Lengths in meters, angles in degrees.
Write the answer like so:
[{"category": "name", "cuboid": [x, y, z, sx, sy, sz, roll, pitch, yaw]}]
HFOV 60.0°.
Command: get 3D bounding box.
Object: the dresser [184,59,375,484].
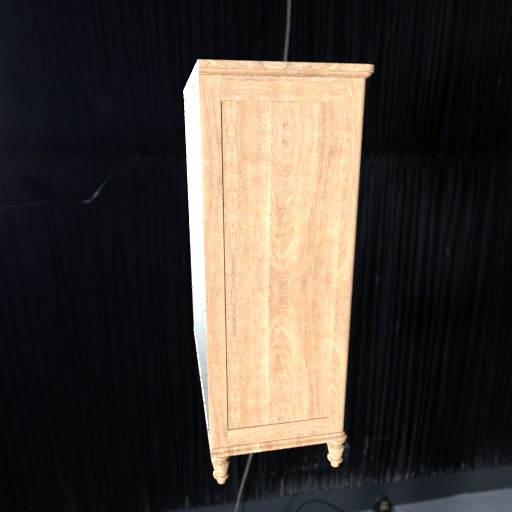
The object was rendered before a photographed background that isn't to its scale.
[{"category": "dresser", "cuboid": [0.000, 0.000, 1.785, 0.484, 1.318, 0.973, -3, 16, -11]}]
